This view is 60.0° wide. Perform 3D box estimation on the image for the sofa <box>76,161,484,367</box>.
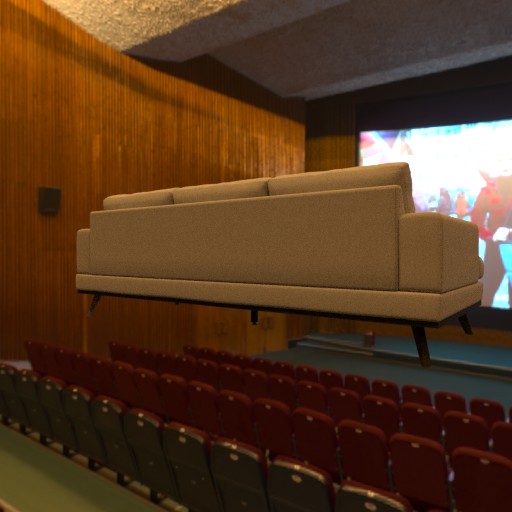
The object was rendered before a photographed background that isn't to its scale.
[{"bbox_3d":[0.000,0.000,2.630,2.310,0.810,0.920,0,1,36],"label":"sofa"}]
